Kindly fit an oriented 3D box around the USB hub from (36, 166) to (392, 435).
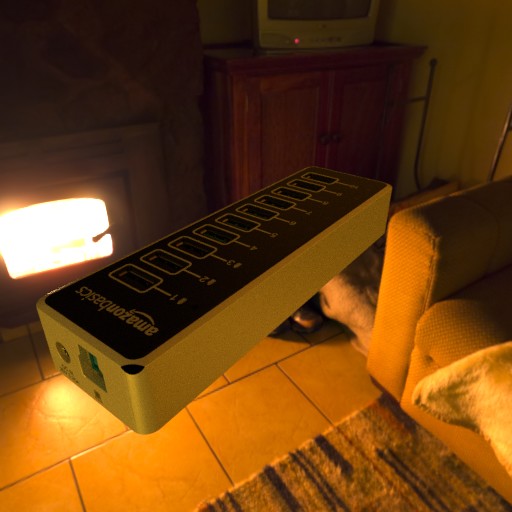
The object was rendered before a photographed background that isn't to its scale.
[{"bbox_3d":[0.000,0.000,0.164,0.044,0.023,0.145,21,36,32],"label":"USB hub"}]
